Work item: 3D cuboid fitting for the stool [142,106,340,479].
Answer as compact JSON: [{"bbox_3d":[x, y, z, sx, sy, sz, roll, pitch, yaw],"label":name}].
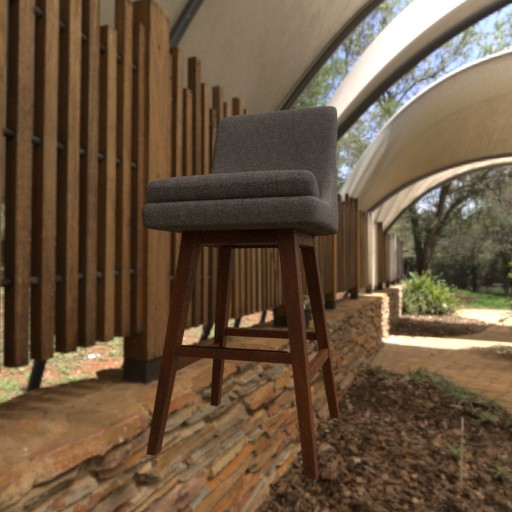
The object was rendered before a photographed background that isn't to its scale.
[{"bbox_3d":[0.000,0.000,1.377,0.489,1.068,0.572,0,-1,18],"label":"stool"}]
